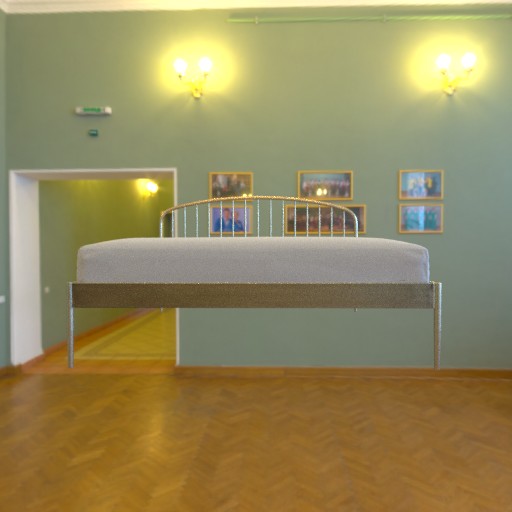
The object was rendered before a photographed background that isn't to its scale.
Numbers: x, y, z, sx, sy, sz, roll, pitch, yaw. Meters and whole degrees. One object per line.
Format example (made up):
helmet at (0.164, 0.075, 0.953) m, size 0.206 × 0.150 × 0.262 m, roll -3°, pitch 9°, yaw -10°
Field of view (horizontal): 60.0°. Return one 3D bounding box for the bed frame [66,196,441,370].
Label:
bed frame at (0.000, 0.000, 3.442) m, size 2.016 × 1.174 × 2.152 m, roll 0°, pitch 1°, yaw 1°
